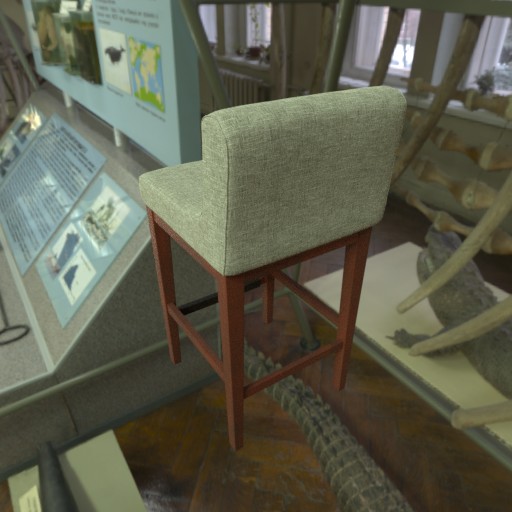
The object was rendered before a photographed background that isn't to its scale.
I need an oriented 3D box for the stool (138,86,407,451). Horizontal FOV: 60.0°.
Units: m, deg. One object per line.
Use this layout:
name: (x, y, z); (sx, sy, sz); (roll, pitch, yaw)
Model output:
stool: (0.000, 0.000, 1.118); (0.417, 0.835, 0.459); (-19, 36, -28)
